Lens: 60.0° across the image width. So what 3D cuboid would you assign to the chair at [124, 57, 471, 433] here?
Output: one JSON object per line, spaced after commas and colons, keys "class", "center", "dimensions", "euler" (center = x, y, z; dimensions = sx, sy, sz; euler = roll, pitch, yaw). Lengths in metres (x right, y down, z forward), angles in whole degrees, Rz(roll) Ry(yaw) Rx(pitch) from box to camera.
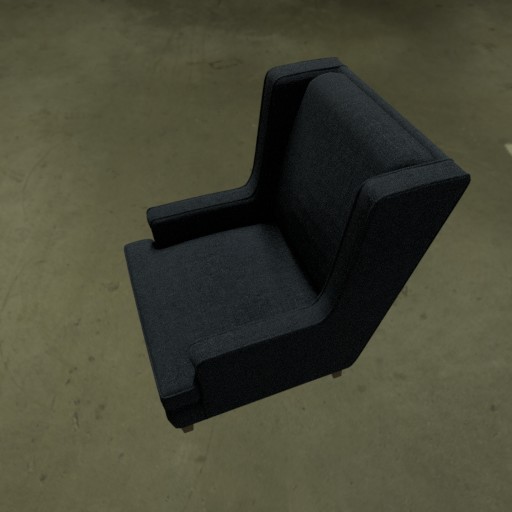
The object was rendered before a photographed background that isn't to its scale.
{"class": "chair", "center": [0.000, 0.000, 1.679], "dimensions": [0.947, 1.072, 0.764], "euler": [-16, 50, -14]}
